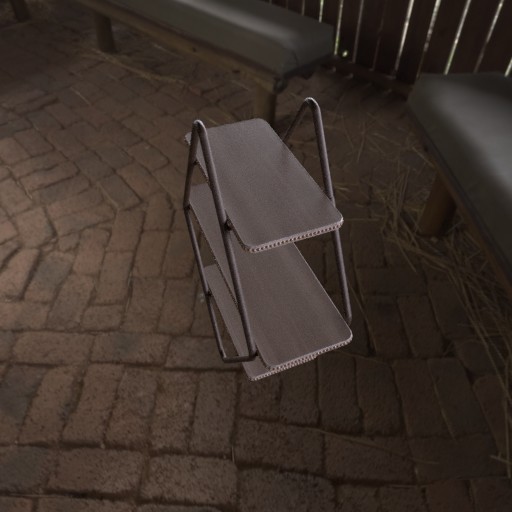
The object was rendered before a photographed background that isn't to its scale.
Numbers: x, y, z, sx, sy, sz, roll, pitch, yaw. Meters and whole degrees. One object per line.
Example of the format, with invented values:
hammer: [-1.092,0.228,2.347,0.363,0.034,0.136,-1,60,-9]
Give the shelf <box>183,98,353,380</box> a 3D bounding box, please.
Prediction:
shelf: [0.000,0.000,1.079,0.234,0.774,0.609,-16,49,-15]
